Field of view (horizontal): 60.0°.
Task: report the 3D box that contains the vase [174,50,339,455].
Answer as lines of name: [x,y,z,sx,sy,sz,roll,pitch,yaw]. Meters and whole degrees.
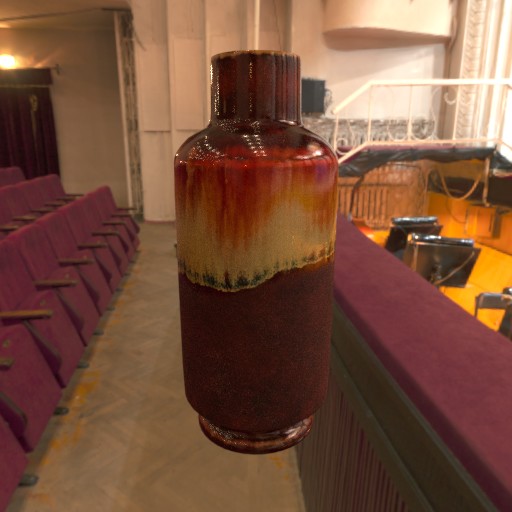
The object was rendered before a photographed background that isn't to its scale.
vase: [0.000,0.000,0.316,0.111,0.261,0.111,0,15,0]
